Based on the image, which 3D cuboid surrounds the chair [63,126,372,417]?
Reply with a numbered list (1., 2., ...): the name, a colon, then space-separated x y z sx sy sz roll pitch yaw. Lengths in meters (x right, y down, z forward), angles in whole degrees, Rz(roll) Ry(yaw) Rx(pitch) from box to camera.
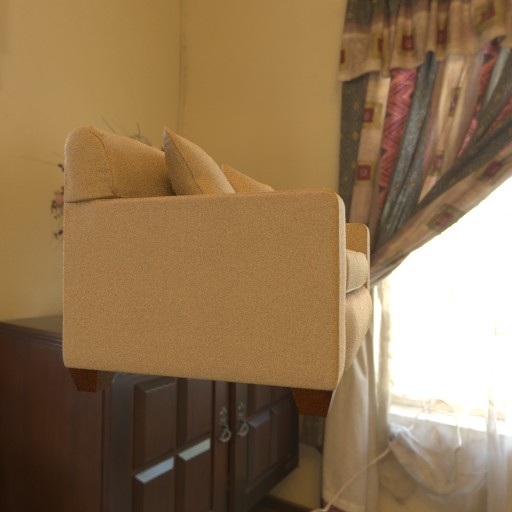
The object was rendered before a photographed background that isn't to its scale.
1. chair: 0.000 0.000 2.033 1.000 0.948 1.383 0 -1 18
